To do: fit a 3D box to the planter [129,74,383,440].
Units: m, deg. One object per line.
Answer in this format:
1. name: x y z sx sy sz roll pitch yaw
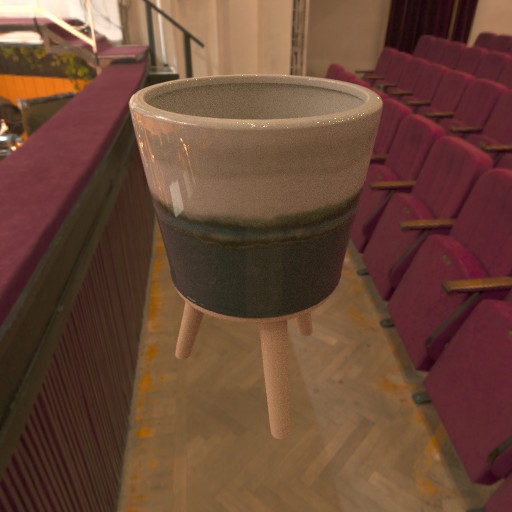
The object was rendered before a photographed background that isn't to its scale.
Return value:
1. planter: 0.000 0.000 0.471 0.217 0.331 0.217 -1 31 -2
